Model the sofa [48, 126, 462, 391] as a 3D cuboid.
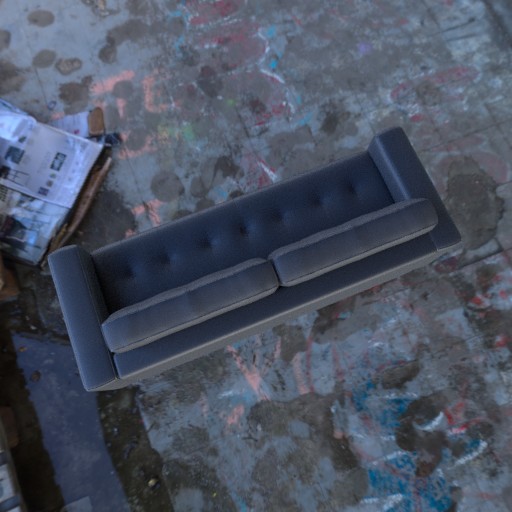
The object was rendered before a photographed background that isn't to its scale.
[{"bbox_3d":[0.000,0.000,2.701,2.275,0.893,0.833,-21,76,-6],"label":"sofa"}]
